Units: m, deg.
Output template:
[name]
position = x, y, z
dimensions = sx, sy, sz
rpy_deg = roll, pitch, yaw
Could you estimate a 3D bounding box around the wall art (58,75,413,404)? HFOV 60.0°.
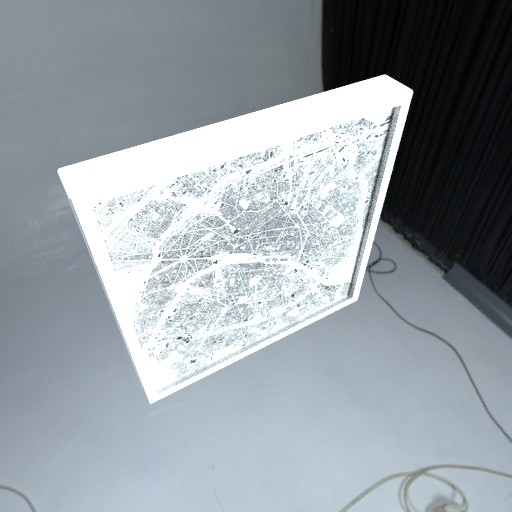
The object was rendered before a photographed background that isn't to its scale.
[wall art]
position = 0.000, 0.000, 0.466
dimensions = 0.305, 0.305, 0.038
rpy_deg = -23, 50, -20
